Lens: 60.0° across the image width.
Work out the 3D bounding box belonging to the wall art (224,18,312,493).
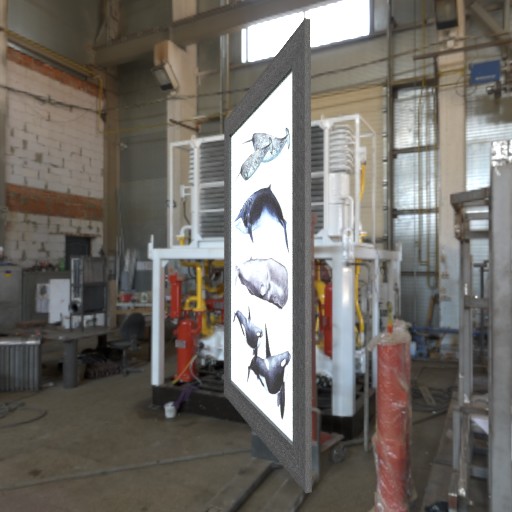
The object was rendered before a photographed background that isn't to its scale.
[{"bbox_3d":[0.000,0.000,1.429,0.016,1.116,0.810,0,-1,-18],"label":"wall art"}]
